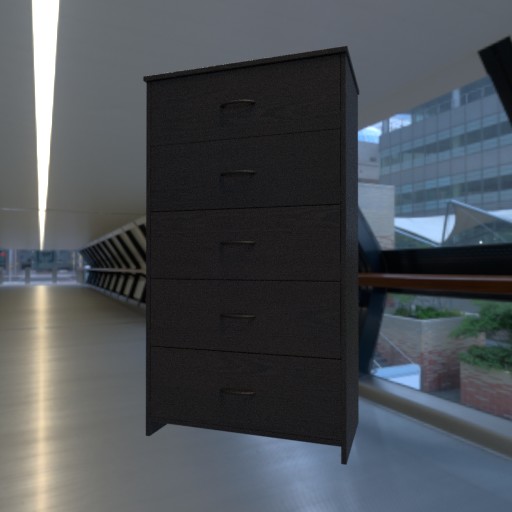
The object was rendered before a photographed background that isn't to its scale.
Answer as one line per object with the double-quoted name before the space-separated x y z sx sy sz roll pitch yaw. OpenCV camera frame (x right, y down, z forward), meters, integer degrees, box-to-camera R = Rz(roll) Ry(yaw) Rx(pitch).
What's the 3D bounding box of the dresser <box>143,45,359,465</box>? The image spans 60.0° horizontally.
"dresser" 0.000 0.000 1.612 0.704 1.254 0.418 0 -1 19
